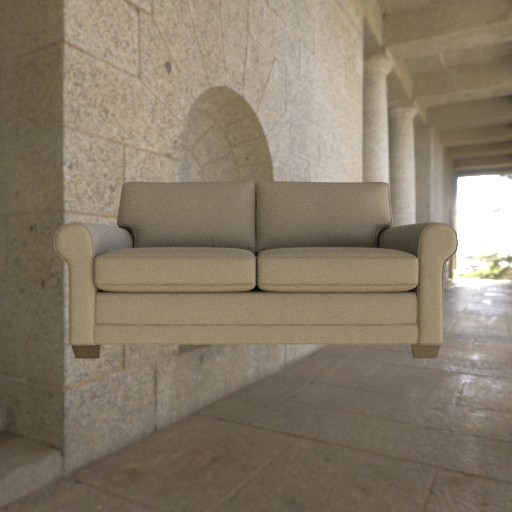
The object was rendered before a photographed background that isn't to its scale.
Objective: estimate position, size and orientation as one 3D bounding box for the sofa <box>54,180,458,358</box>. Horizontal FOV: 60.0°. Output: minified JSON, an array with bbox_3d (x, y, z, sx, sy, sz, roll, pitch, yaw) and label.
[{"bbox_3d":[0.000,0.000,2.479,1.930,0.952,0.940,0,0,0],"label":"sofa"}]
